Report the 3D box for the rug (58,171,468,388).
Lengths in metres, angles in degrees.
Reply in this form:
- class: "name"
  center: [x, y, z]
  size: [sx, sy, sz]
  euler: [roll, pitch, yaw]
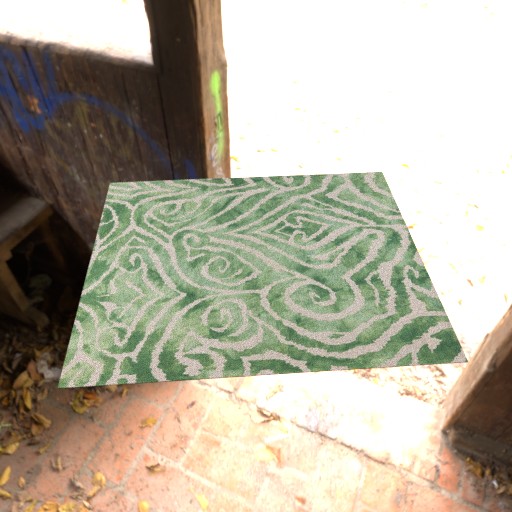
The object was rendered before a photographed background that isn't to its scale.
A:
- class: "rug"
  center: [0.000, 0.000, 4.114]
  size: [3.045, 0.007, 2.436]
  euler: [-3, 46, -3]
